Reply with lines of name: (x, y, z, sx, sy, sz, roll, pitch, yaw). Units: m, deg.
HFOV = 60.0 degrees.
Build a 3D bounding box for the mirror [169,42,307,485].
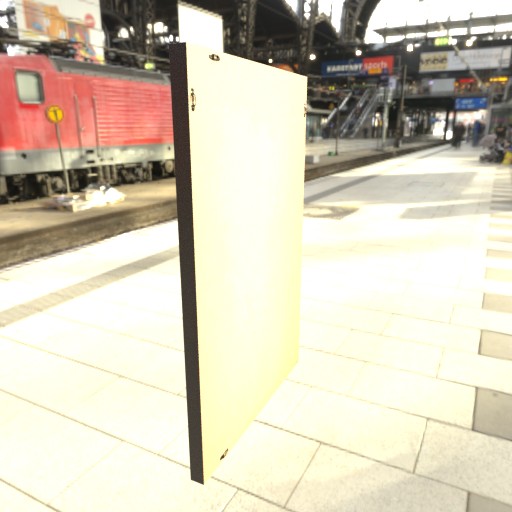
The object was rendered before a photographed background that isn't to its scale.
mirror: (0.000, 0.000, 1.143, 0.041, 0.915, 0.609, 8, 18, 25)
